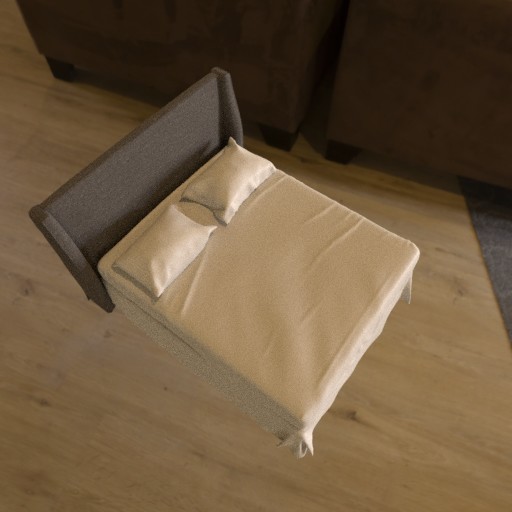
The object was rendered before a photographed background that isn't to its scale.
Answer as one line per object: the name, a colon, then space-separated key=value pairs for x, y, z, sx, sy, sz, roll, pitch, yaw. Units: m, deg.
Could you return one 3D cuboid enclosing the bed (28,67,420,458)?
bed: x=0.000 y=0.000 z=3.421 sx=2.276 sy=1.332 sz=1.925 roll=33 pitch=64 yaw=19
